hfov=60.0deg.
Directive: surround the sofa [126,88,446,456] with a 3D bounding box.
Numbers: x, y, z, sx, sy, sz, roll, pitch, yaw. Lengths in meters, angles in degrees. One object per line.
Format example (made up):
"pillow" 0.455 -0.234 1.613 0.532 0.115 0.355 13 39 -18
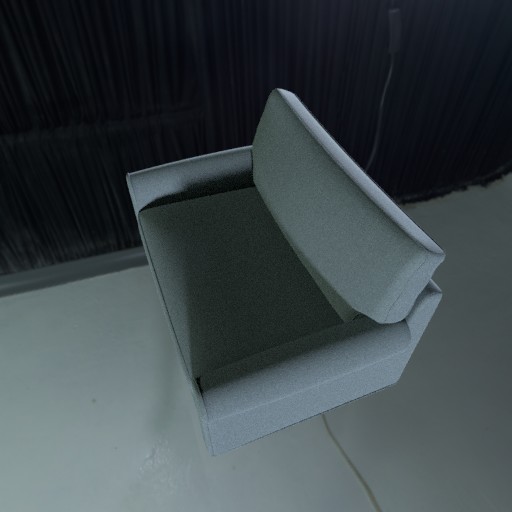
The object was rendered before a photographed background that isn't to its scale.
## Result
"sofa" 0.000 0.000 2.053 0.940 0.953 1.410 -16 49 -15
